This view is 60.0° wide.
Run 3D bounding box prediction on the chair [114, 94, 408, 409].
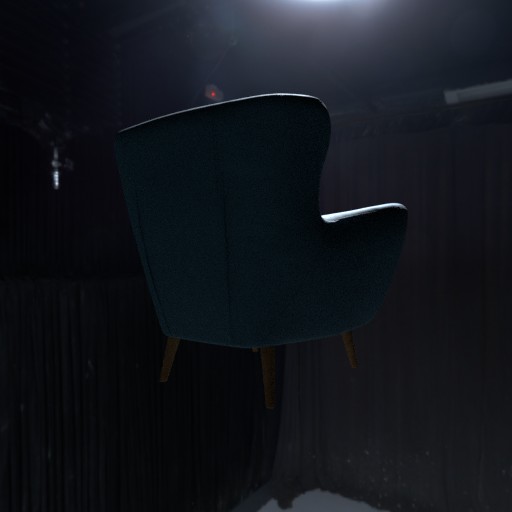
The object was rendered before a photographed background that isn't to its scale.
[{"bbox_3d":[0.000,0.000,1.638,0.890,0.889,0.889,0,0,36],"label":"chair"}]
